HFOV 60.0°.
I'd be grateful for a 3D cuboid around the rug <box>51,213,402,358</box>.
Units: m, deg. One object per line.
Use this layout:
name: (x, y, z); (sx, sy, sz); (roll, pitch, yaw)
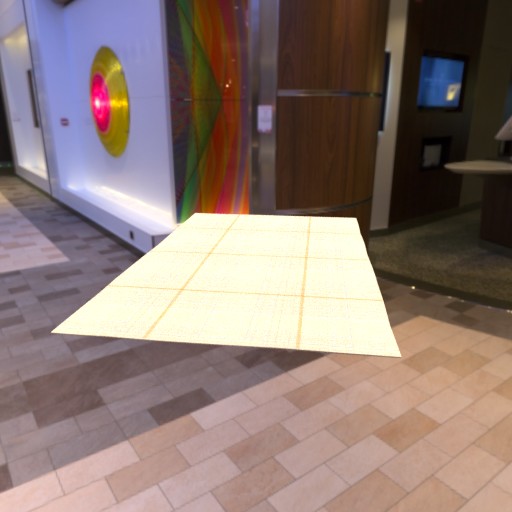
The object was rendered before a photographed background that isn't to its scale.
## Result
rug: (0.000, 0.000, 3.039); (1.527, 0.016, 2.442); (2, 18, 7)
